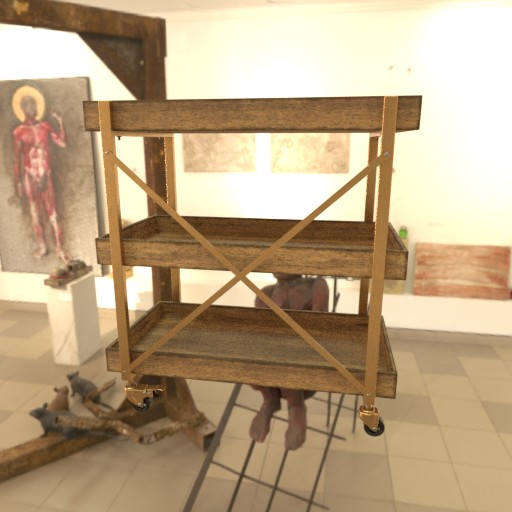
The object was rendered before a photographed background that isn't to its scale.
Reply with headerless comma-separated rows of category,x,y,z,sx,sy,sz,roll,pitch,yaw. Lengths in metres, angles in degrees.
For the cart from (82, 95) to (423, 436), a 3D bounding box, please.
cart,0.000,0.000,1.233,0.750,0.799,0.416,3,15,10
